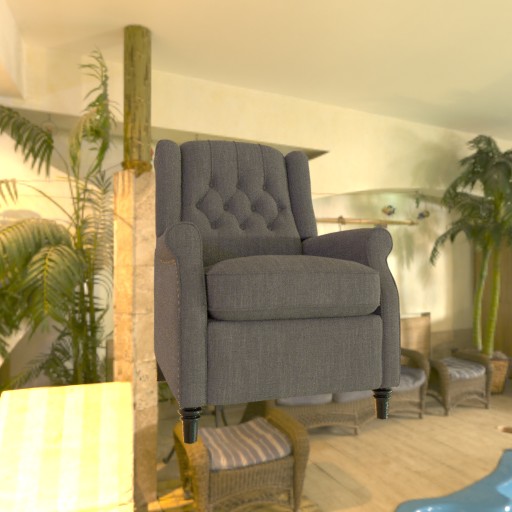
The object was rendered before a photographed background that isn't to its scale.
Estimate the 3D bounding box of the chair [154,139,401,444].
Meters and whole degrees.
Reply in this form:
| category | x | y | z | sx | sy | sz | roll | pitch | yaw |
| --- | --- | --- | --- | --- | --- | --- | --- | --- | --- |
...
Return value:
| category | x | y | z | sx | sy | sz | roll | pitch | yaw |
| --- | --- | --- | --- | --- | --- | --- | --- | --- | --- |
| chair | 0.000 | 0.000 | 1.650 | 0.742 | 1.035 | 0.898 | 0 | -1 | -18 |
